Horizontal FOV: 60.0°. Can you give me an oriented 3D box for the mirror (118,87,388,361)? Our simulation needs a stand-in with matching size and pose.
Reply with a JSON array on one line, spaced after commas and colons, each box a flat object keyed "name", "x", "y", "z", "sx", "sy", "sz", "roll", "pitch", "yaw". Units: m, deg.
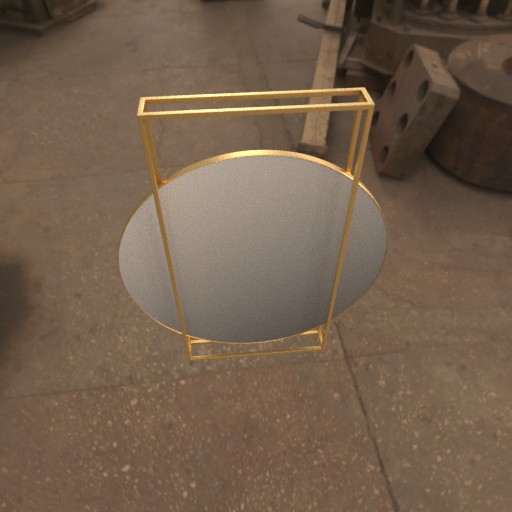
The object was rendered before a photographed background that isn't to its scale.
[{"name": "mirror", "x": 0.000, "y": 0.000, "z": 0.817, "sx": 0.508, "sy": 0.603, "sz": 0.051, "roll": -4, "pitch": 46, "yaw": -4}]
